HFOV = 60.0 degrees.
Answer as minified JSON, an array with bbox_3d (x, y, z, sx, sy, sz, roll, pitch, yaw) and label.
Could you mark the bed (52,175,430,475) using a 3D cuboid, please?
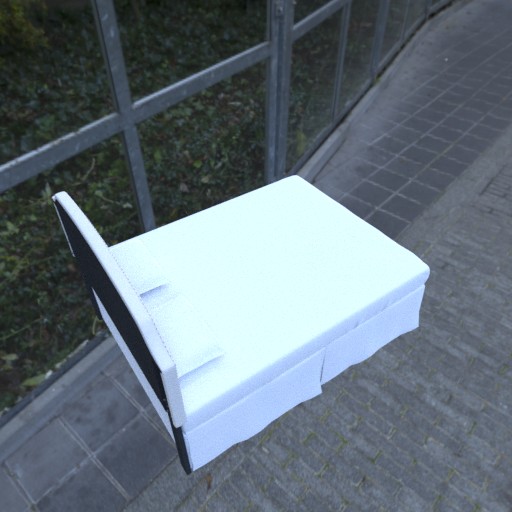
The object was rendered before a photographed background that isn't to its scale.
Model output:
[{"bbox_3d":[0.000,0.000,2.970,1.999,1.270,1.558,-25,48,-25],"label":"bed"}]
